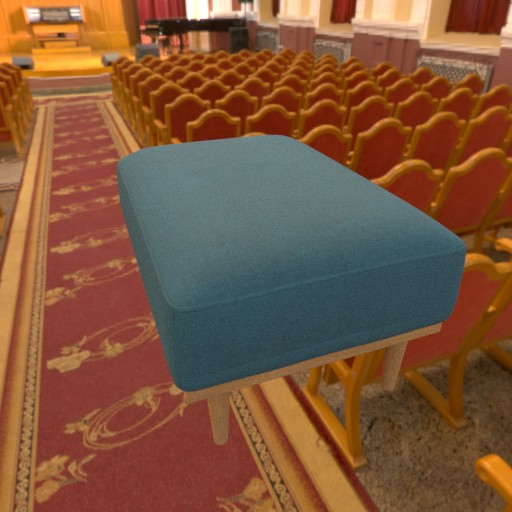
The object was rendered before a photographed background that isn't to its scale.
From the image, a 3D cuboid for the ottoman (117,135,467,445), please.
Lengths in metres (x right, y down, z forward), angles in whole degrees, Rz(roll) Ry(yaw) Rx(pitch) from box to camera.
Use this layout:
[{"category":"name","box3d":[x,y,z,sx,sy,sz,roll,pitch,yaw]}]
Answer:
[{"category":"ottoman","box3d":[0.000,0.000,1.059,0.549,0.428,0.749,-11,31,-18]}]
